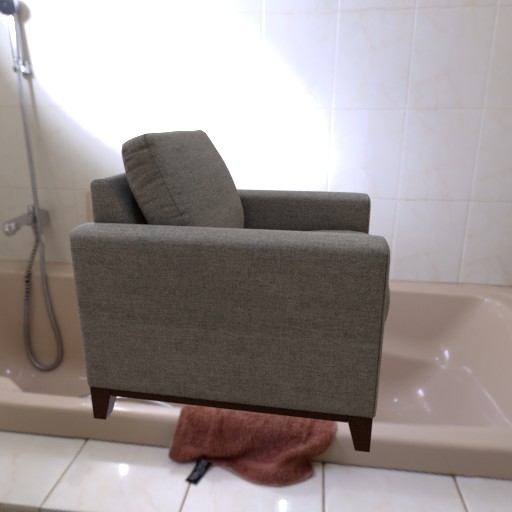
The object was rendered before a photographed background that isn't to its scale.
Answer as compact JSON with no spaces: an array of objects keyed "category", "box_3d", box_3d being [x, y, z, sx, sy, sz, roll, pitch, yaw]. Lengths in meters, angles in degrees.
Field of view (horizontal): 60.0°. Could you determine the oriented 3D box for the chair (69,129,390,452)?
[{"category":"chair","box_3d":[0.000,0.000,1.856,1.038,1.010,1.024,3,17,10]}]
